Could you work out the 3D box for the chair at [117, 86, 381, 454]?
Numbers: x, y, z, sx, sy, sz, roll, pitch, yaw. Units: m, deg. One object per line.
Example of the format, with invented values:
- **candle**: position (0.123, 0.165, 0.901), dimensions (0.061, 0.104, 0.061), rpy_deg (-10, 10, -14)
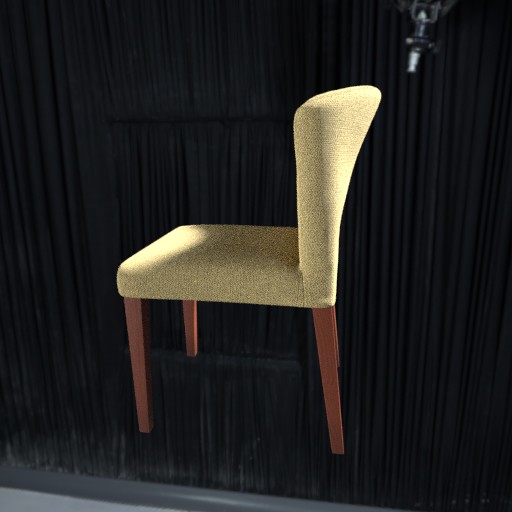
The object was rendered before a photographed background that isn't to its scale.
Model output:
- **chair**: position (0.000, 0.000, 1.189), dimensions (0.589, 0.839, 0.491), rpy_deg (2, 16, 8)
